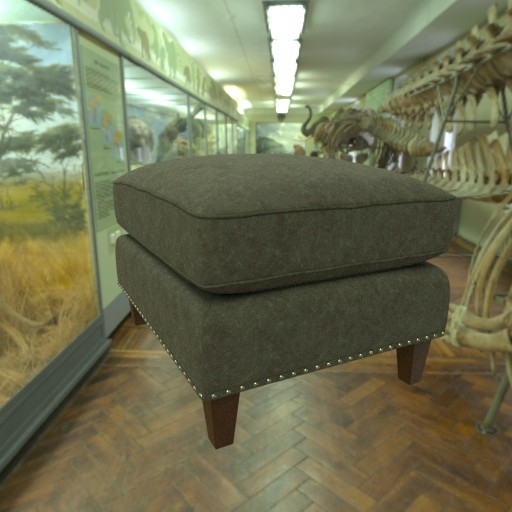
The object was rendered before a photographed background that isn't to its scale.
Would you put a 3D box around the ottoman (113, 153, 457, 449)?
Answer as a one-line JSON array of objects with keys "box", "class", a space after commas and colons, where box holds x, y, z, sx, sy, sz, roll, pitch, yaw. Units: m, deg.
[{"box": [0.000, 0.000, 1.140, 0.584, 0.513, 0.741, -7, 16, -27], "class": "ottoman"}]
